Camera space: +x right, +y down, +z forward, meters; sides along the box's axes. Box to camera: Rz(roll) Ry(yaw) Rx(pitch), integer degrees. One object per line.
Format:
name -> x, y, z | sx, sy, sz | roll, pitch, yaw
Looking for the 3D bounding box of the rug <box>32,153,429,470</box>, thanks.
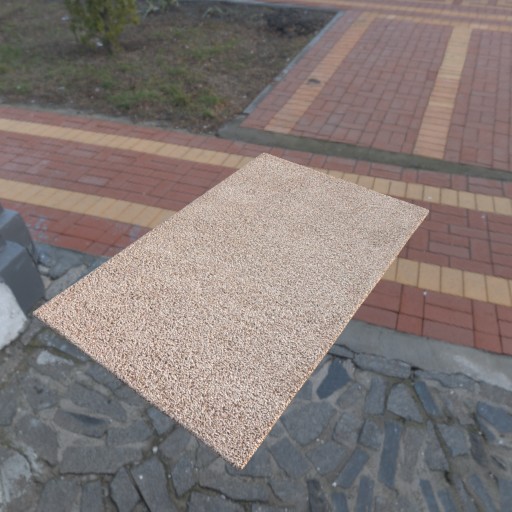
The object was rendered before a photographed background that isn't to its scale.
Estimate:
rug -> 0.000, 0.000, 3.443 | 1.778, 0.030, 2.743 | 26, 48, 26
